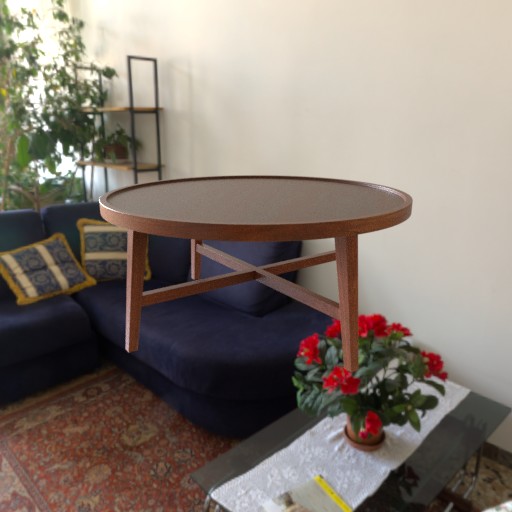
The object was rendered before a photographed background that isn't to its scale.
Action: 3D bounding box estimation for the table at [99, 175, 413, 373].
[{"bbox_3d":[0.000,0.000,1.246,0.800,0.360,0.800,0,17,0],"label":"table"}]
